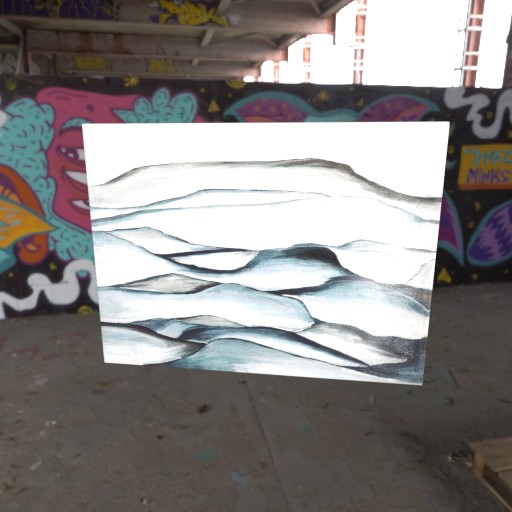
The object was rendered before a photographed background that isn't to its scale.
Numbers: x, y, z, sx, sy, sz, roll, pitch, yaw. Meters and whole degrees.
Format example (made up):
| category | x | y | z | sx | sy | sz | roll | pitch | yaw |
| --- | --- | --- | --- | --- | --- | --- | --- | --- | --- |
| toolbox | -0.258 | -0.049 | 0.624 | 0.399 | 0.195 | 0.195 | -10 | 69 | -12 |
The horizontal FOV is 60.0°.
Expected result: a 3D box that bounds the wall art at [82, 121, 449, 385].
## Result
| category | x | y | z | sx | sy | sz | roll | pitch | yaw |
| --- | --- | --- | --- | --- | --- | --- | --- | --- | --- |
| wall art | 0.000 | 0.000 | 1.589 | 1.219 | 0.915 | 0.039 | 2 | 15 | 8 |
